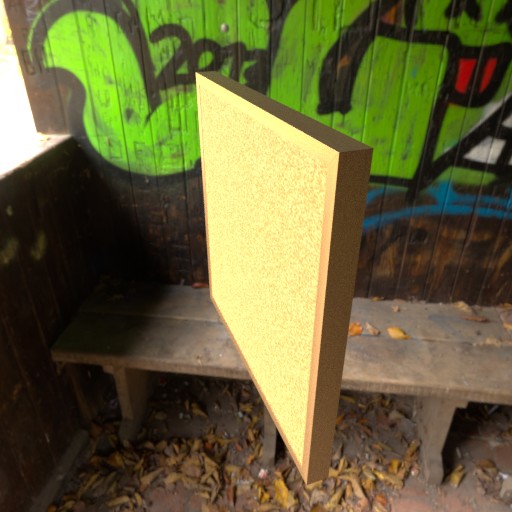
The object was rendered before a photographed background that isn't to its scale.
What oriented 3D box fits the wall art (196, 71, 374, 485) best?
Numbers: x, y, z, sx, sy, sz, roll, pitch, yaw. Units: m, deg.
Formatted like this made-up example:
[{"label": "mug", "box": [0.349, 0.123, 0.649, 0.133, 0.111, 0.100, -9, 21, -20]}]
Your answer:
[{"label": "wall art", "box": [0.000, 0.000, 0.743, 0.037, 0.509, 0.510, -11, 33, -18]}]
